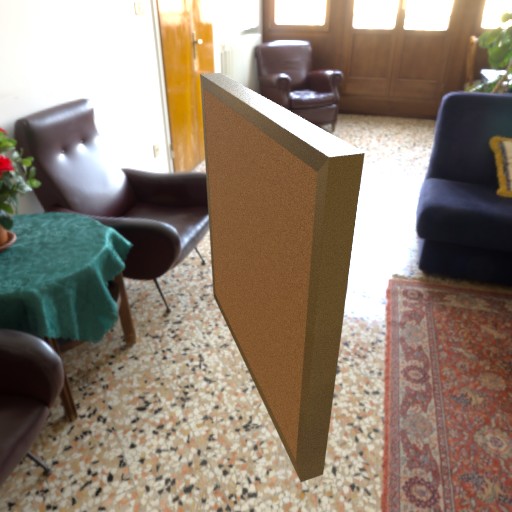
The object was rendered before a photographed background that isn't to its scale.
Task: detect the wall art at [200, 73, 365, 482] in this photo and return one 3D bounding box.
[{"bbox_3d":[0.000,0.000,0.753,0.038,0.508,0.507,-11,33,-17],"label":"wall art"}]
